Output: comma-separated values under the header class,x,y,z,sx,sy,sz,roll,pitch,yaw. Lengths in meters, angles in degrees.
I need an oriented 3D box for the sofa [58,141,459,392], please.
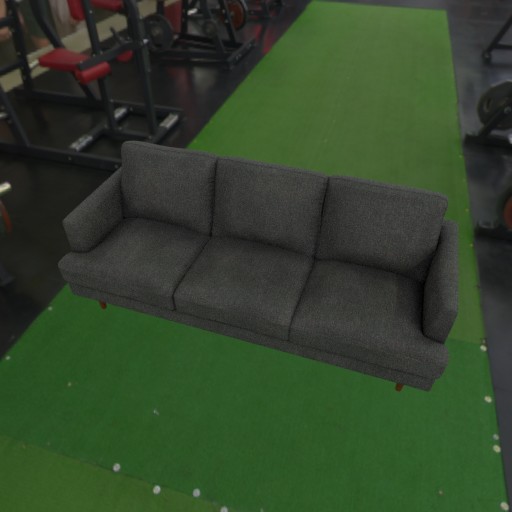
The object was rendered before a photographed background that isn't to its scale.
class,x,y,z,sx,sy,sz,roll,pitch,yaw
sofa,0.000,0.000,2.682,2.246,0.930,0.903,13,43,14
